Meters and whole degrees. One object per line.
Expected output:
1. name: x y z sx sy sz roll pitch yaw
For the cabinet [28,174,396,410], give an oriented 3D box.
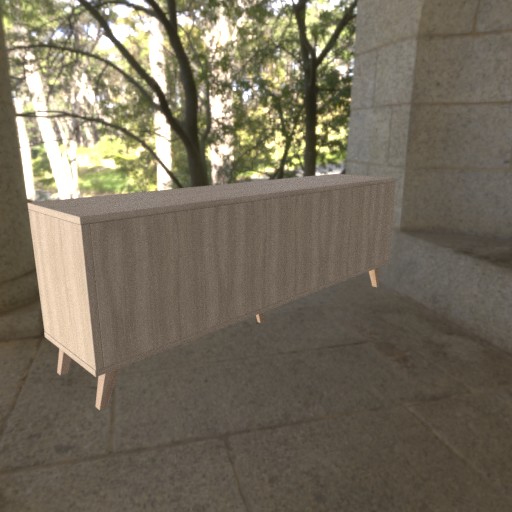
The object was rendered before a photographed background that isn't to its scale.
1. cabinet: 0.000 0.000 2.525 0.499 0.779 2.198 14 20 43
